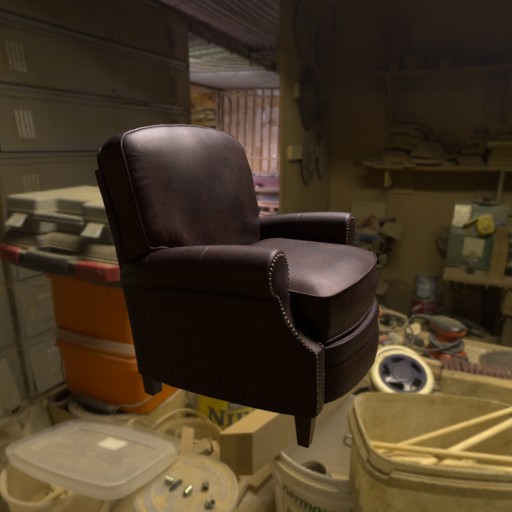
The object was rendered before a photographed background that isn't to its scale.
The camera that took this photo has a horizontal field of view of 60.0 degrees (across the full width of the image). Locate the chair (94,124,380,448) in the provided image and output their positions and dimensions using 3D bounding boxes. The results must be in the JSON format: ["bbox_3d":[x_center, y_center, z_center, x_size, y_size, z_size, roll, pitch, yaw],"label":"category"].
[{"bbox_3d":[0.000,0.000,1.772,0.986,1.018,0.936,7,16,27],"label":"chair"}]
